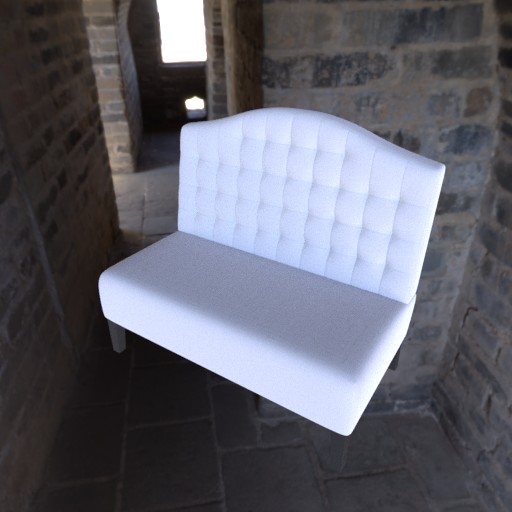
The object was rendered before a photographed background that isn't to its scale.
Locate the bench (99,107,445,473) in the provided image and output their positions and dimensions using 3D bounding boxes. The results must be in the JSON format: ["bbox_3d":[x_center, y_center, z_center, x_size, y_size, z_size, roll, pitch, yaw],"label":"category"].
[{"bbox_3d":[0.000,0.000,2.028,1.335,1.180,0.815,18,34,28],"label":"bench"}]
